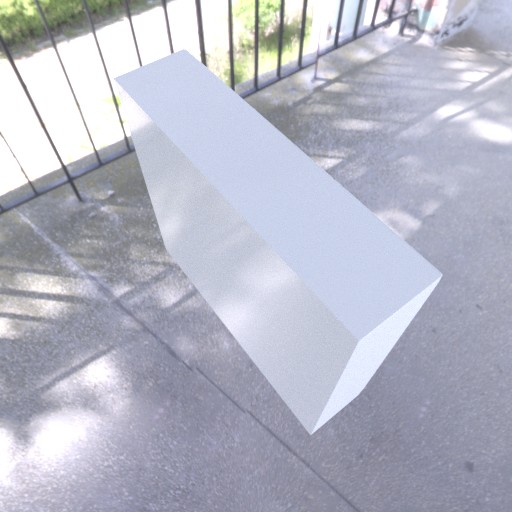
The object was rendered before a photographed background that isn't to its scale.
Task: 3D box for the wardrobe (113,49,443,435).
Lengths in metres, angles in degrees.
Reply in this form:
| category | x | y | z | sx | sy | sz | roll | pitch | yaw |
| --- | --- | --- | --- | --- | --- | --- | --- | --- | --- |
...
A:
| category | x | y | z | sx | sy | sz | roll | pitch | yaw |
| --- | --- | --- | --- | --- | --- | --- | --- | --- | --- |
| wardrobe | 0.000 | 0.000 | 1.975 | 0.360 | 1.200 | 1.340 | -32 | 63 | -19 |
